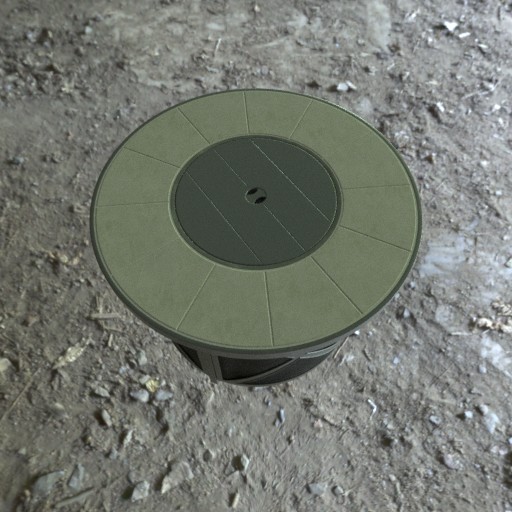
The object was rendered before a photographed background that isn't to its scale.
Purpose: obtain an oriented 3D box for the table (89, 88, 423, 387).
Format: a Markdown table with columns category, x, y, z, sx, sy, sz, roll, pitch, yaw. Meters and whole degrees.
| category | x | y | z | sx | sy | sz | roll | pitch | yaw |
| --- | --- | --- | --- | --- | --- | --- | --- | --- | --- |
| table | 0.000 | 0.000 | 1.516 | 0.914 | 0.650 | 0.914 | 0 | 59 | 0 |
